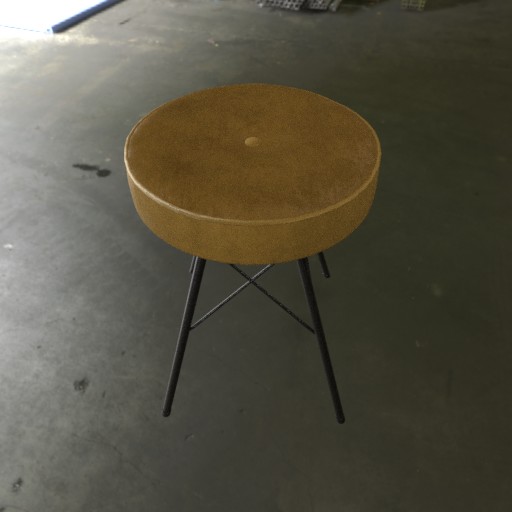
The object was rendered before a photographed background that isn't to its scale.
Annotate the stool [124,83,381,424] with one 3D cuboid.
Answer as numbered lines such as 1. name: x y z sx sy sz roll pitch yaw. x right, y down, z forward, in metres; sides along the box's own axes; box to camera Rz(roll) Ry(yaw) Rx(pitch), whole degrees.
1. stool: 0.000 0.000 0.946 0.438 0.595 0.472 3 46 3
